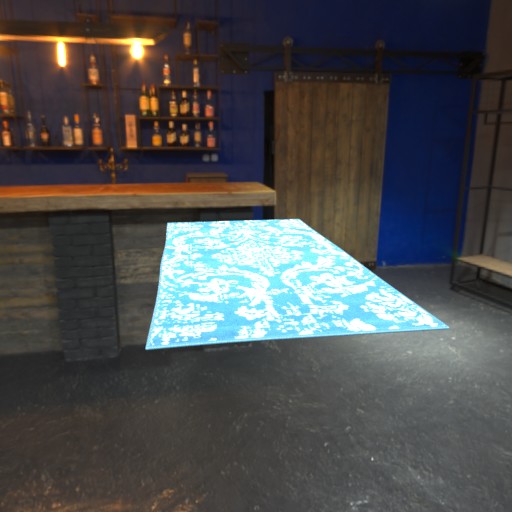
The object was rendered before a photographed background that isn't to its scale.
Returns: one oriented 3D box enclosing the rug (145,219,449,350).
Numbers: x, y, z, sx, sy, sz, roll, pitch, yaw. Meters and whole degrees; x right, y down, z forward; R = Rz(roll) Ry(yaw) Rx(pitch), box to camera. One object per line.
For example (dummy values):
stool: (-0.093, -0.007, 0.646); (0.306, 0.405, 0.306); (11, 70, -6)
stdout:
rug: (0.000, 0.000, 1.435); (0.604, 0.007, 1.219); (-2, 15, -9)
